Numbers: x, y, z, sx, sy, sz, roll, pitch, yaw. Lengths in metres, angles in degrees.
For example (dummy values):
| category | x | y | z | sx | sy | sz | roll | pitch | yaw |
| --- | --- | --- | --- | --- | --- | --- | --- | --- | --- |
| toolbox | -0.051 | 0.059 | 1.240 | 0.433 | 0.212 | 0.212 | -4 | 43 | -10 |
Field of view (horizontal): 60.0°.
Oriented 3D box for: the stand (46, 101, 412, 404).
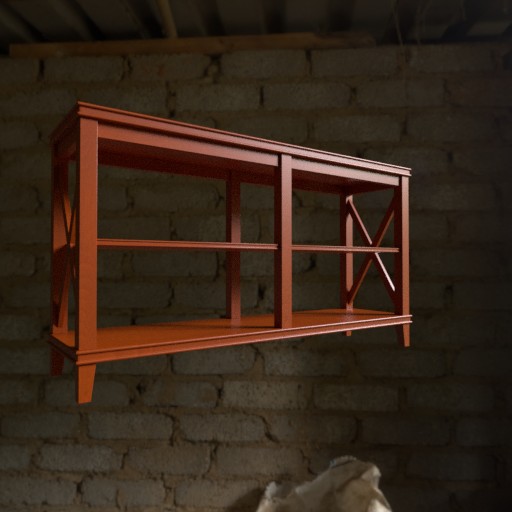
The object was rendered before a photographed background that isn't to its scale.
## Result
| category | x | y | z | sx | sy | sz | roll | pitch | yaw |
| --- | --- | --- | --- | --- | --- | --- | --- | --- | --- |
| stand | 0.000 | 0.000 | 1.660 | 1.372 | 0.762 | 0.381 | 1 | -1 | -35 |
